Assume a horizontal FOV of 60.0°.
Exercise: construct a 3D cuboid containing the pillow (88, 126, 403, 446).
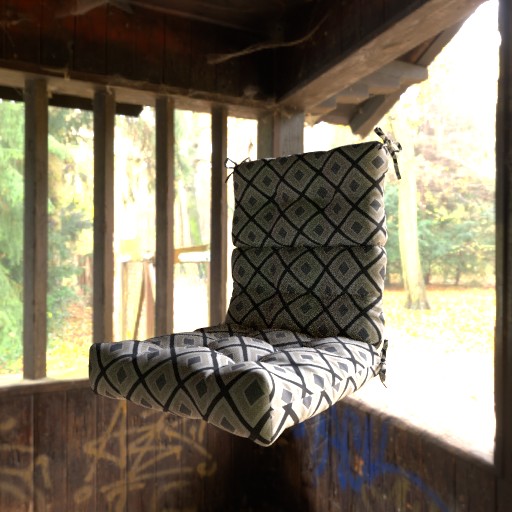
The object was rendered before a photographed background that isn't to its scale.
[{"bbox_3d":[0.000,0.000,1.001,0.519,0.605,0.571,0,0,37],"label":"pillow"}]
